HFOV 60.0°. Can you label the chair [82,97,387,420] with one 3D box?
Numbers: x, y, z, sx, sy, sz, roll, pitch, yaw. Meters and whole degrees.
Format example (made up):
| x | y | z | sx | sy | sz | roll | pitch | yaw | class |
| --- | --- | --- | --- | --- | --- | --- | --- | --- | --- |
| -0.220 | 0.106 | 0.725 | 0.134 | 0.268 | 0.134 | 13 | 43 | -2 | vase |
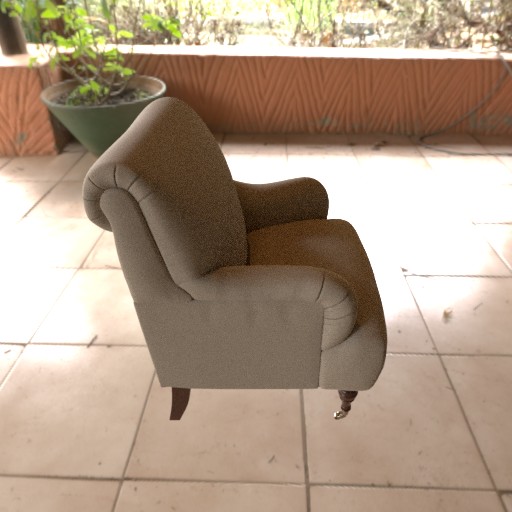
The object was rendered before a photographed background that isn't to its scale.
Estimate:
| x | y | z | sx | sy | sz | roll | pitch | yaw | class |
| --- | --- | --- | --- | --- | --- | --- | --- | --- | --- |
| 0.000 | 0.000 | 1.553 | 0.842 | 0.942 | 0.766 | 1 | 32 | 1 | chair |
